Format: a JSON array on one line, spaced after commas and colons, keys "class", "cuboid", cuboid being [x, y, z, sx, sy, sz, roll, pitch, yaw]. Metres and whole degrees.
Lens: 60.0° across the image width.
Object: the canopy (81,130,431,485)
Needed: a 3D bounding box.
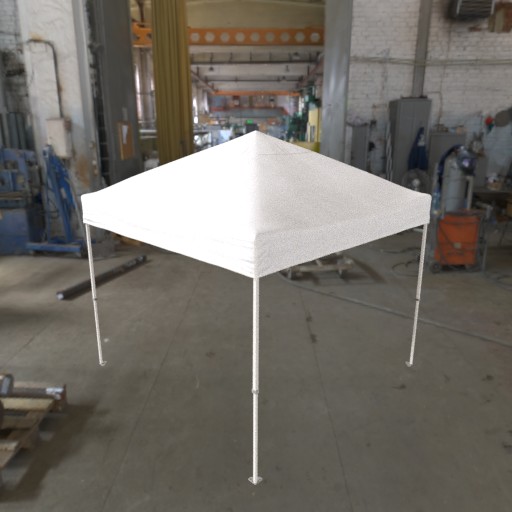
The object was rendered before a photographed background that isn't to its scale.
[{"class": "canopy", "cuboid": [0.000, 0.000, 5.505, 2.996, 2.997, 2.998, -15, 22, -43]}]
